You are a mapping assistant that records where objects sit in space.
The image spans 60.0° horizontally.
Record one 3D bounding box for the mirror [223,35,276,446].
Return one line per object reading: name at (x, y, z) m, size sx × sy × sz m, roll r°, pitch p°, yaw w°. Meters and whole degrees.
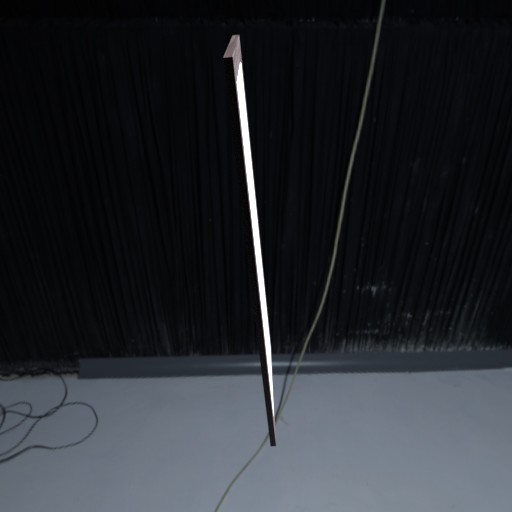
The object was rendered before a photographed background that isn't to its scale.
mirror at (0.000, 0.000, 2.327) m, size 0.221 × 2.020 × 0.812 m, roll 0°, pitch 31°, yaw 0°
